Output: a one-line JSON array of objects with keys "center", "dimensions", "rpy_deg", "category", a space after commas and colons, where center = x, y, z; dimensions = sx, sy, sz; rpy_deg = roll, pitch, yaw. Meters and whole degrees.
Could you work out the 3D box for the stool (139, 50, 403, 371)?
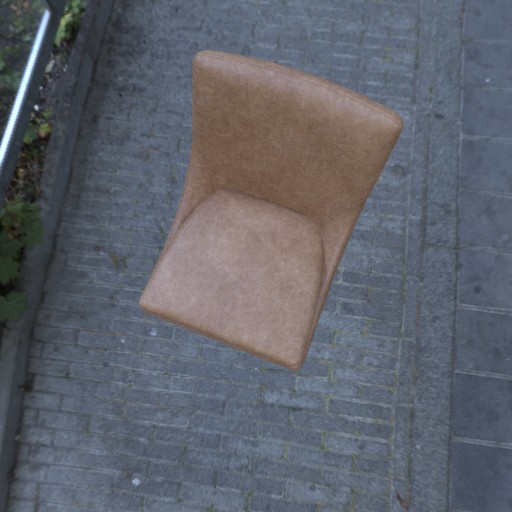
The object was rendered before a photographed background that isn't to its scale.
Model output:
[{"center": [0.000, 0.000, 1.374], "dimensions": [0.487, 1.079, 0.572], "rpy_deg": [20, 77, 5], "category": "stool"}]
